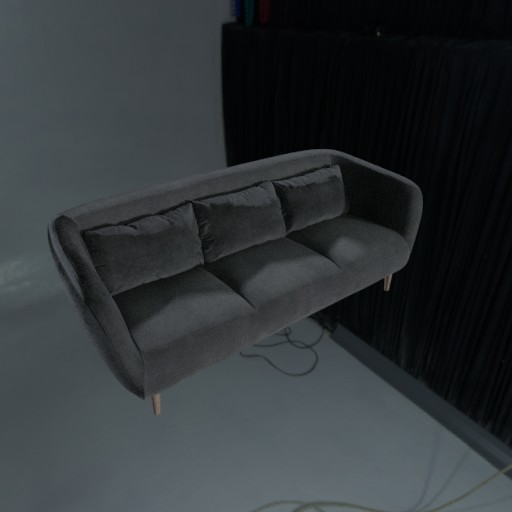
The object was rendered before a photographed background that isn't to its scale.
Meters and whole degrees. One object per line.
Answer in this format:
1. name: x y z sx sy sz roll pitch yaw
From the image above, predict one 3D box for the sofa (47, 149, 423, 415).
1. sofa: 0.000 0.000 2.763 2.296 0.875 0.956 -21 35 -32
